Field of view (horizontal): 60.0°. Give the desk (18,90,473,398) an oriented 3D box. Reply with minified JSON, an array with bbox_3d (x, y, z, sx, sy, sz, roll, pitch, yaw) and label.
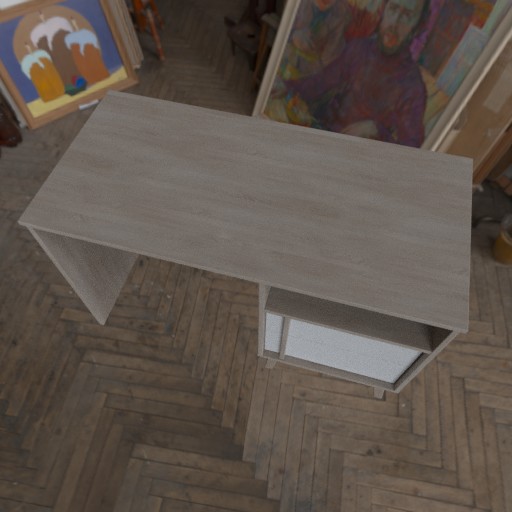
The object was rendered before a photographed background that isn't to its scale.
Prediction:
[{"bbox_3d":[0.000,0.000,1.658,1.251,0.770,0.600,13,59,8],"label":"desk"}]
